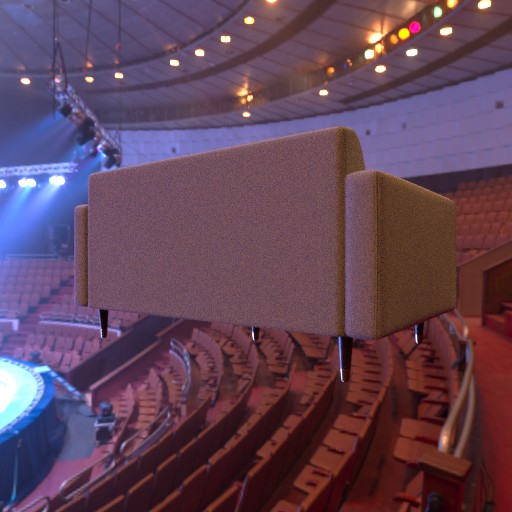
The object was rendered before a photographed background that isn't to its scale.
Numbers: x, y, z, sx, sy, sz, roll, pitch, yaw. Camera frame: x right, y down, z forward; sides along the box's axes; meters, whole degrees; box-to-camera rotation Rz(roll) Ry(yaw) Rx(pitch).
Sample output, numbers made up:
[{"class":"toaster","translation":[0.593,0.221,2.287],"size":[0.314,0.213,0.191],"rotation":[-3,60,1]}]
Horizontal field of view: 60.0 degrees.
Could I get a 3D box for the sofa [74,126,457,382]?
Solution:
[{"class":"sofa","translation":[0.000,0.000,2.106],"size":[1.585,0.801,0.950],"rotation":[0,0,37]}]
